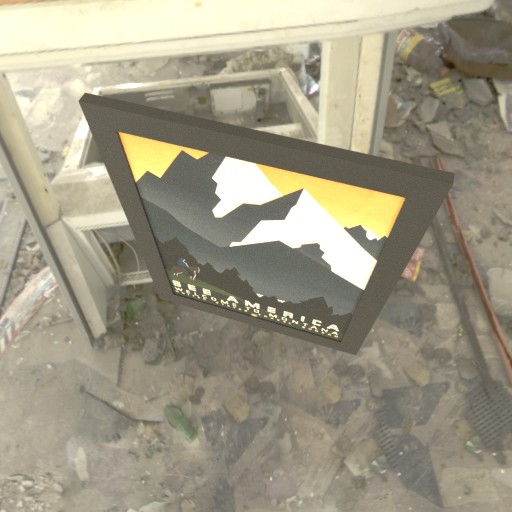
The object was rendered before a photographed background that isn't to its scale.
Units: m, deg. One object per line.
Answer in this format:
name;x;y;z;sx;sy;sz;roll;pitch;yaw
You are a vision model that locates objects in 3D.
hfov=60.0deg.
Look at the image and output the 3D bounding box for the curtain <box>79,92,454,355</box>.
curtain;0.000;0.000;0.803;0.483;0.585;0.027;15;59;9
